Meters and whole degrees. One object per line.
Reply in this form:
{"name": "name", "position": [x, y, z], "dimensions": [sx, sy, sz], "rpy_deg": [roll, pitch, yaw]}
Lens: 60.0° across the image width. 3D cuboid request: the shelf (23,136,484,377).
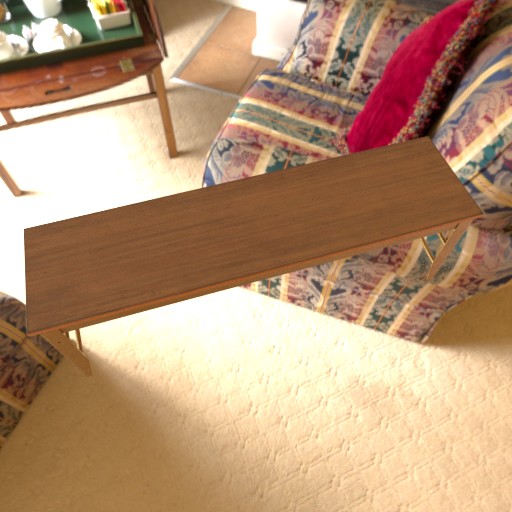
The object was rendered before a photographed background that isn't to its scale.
{"name": "shelf", "position": [0.000, 0.000, 0.712], "dimensions": [0.636, 0.190, 0.166], "rpy_deg": [-14, 59, -9]}
